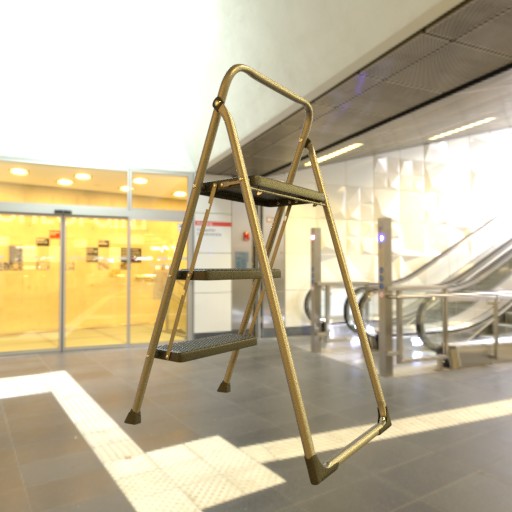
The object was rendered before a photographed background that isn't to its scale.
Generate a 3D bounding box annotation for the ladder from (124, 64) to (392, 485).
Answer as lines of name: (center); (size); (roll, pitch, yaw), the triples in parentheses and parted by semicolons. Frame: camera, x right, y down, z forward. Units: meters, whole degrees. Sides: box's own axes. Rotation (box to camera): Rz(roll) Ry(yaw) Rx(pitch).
ladder: (0.000, 0.000, 1.253); (0.629, 0.945, 0.430); (-1, -2, 37)
